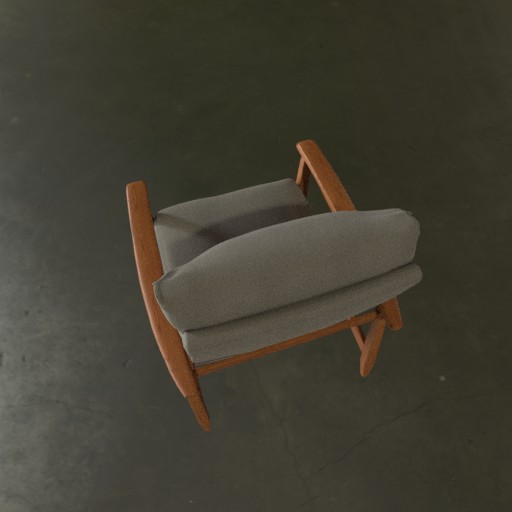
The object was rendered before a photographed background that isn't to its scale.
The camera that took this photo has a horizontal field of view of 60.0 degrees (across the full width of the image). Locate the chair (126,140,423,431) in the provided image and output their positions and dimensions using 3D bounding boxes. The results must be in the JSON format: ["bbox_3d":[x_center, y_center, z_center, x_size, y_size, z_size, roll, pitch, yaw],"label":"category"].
[{"bbox_3d":[0.000,0.000,1.510,0.782,0.922,0.816,-16,60,-9],"label":"chair"}]
